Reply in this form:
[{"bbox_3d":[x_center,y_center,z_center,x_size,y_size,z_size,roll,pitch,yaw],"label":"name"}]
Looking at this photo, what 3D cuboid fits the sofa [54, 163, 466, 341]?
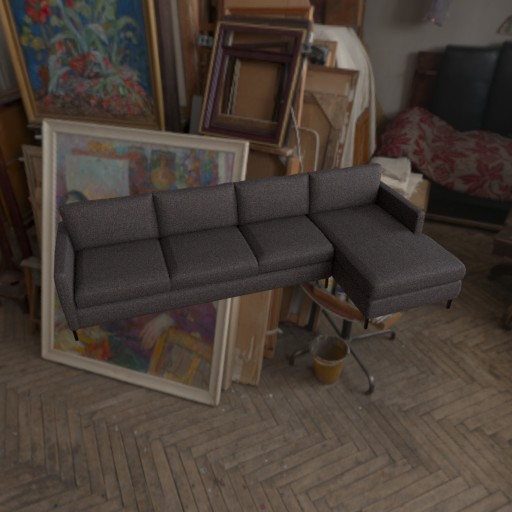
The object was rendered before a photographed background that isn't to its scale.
[{"bbox_3d":[0.000,0.000,3.814,3.221,0.892,1.483,-10,35,-15],"label":"sofa"}]
